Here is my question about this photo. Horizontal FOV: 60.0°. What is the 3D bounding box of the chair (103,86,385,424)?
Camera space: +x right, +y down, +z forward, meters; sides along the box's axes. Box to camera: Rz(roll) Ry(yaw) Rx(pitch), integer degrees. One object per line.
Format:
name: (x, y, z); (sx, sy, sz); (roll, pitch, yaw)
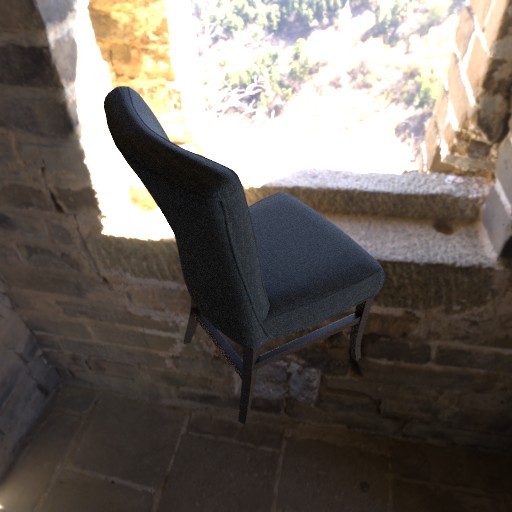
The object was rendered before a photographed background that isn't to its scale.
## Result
chair: (0.000, 0.000, 1.342); (0.660, 0.991, 0.520); (-25, 48, -25)
